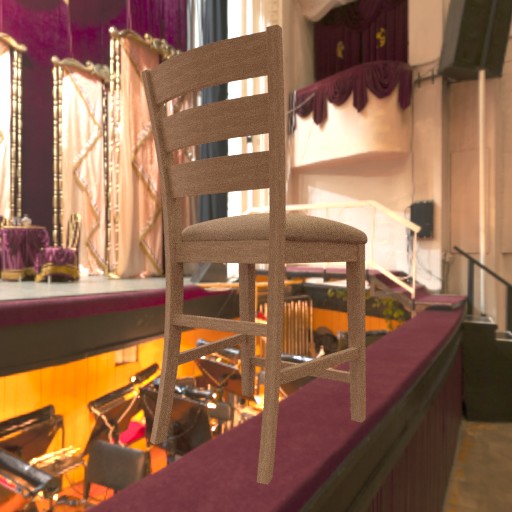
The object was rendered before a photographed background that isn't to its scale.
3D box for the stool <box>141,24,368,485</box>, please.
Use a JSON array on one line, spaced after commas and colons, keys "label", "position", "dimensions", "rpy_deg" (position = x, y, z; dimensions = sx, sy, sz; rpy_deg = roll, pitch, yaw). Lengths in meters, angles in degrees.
[{"label": "stool", "position": [0.000, 0.000, 1.304], "dimensions": [0.484, 1.032, 0.569], "rpy_deg": [0, 1, 35]}]
